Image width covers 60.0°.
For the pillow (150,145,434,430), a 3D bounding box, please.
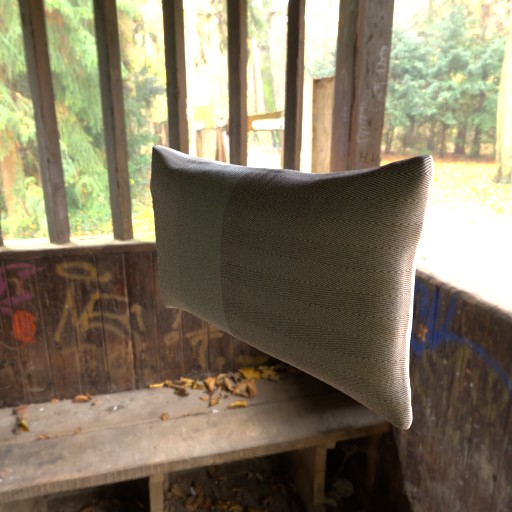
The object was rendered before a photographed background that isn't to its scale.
[{"bbox_3d":[0.000,0.000,0.633,0.139,0.305,0.506,-15,22,-41],"label":"pillow"}]
